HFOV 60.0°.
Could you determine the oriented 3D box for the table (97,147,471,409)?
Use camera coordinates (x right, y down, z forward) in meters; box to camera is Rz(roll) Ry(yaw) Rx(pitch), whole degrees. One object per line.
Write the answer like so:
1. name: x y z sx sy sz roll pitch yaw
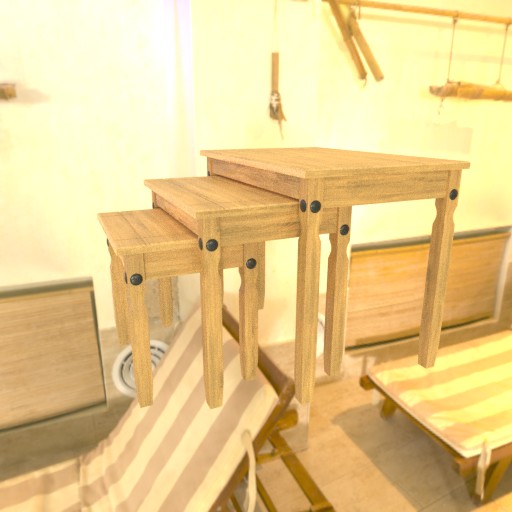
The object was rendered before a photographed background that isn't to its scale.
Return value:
1. table: 0.000 0.000 1.219 0.773 0.535 0.660 -7 18 -23
